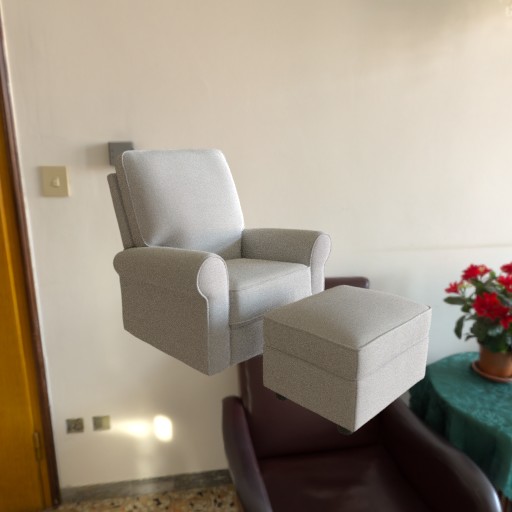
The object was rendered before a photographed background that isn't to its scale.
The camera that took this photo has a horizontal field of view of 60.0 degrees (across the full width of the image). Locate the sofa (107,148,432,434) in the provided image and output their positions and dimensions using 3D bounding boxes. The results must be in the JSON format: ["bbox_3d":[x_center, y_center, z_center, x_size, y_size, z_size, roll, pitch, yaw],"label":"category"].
[{"bbox_3d":[0.000,0.000,2.044,0.880,0.959,1.478,-13,19,-43],"label":"sofa"}]
